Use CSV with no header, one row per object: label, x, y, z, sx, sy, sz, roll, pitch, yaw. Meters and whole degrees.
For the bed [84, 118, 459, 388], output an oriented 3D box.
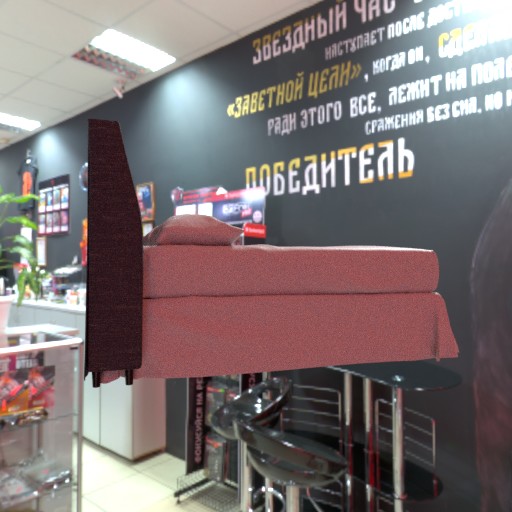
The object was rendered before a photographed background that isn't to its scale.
bed,0.000,0.000,3.346,2.276,1.332,1.925,0,-1,-16
